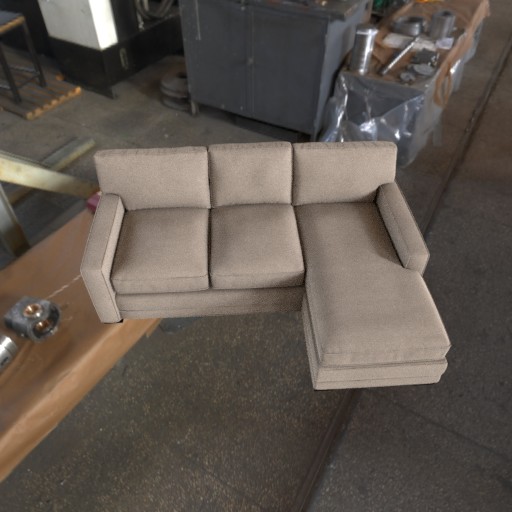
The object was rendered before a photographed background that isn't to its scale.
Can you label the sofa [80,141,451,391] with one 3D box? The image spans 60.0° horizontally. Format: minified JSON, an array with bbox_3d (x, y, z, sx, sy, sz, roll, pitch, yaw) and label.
[{"bbox_3d":[0.000,0.000,2.824,2.087,0.861,1.496,-3,46,-2],"label":"sofa"}]
